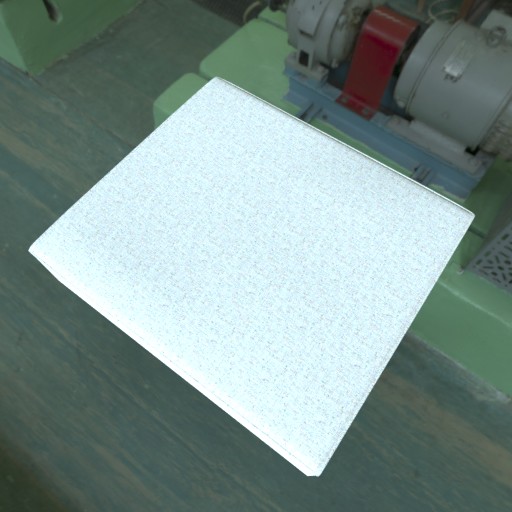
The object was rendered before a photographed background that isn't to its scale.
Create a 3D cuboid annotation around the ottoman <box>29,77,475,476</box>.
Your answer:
[{"bbox_3d":[0.000,0.000,1.211,0.835,0.303,0.736,33,68,15],"label":"ottoman"}]
